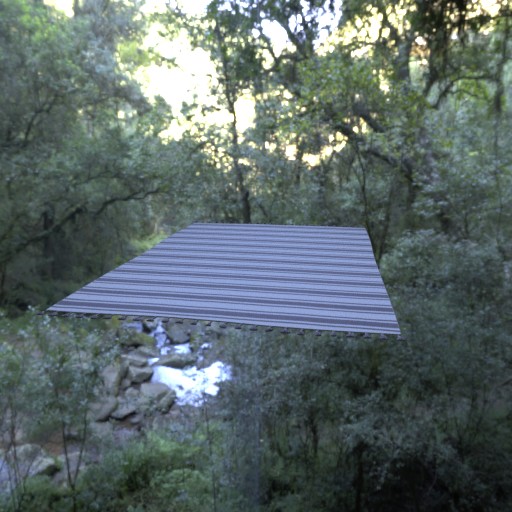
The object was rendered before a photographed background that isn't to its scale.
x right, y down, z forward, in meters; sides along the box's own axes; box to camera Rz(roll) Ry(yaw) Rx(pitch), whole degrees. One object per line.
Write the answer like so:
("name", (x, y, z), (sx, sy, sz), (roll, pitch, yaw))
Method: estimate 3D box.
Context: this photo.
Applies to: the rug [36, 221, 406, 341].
("rug", (0.000, 0.000, 3.791), (2.030, 0.017, 3.040), (3, 15, 10))
